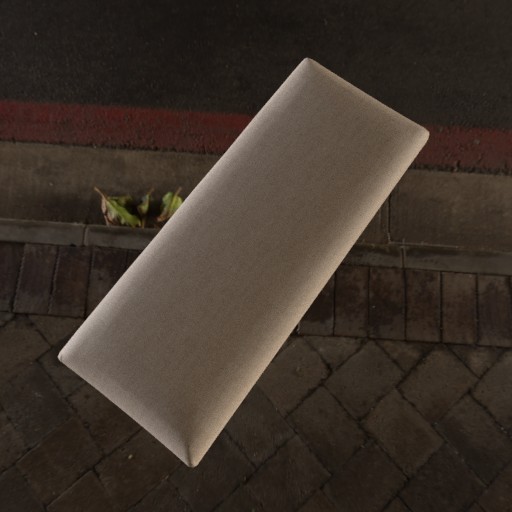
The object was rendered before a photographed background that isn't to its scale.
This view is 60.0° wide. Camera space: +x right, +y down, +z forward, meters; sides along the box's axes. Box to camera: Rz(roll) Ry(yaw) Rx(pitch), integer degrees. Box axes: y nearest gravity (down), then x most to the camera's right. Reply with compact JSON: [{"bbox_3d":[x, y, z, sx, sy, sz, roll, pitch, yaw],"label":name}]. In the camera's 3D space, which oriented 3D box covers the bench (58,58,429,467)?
[{"bbox_3d":[0.000,0.000,1.260,0.407,0.456,1.013,35,78,9],"label":"bench"}]
